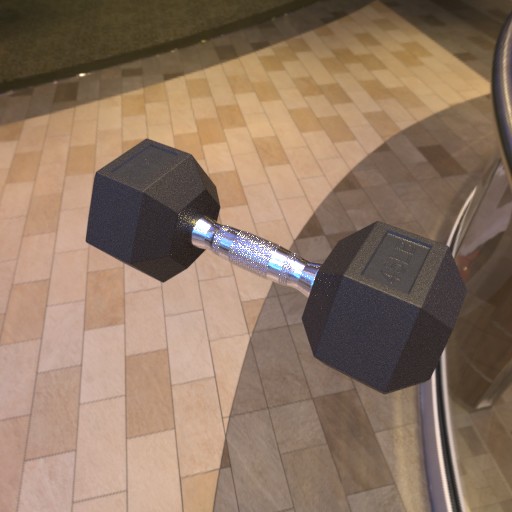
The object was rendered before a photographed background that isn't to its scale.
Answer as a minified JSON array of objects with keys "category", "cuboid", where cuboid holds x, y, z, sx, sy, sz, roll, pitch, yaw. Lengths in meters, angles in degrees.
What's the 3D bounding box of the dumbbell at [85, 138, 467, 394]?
[{"category":"dumbbell","cuboid":[0.000,0.000,0.421,0.356,0.123,0.141,23,50,22]}]
